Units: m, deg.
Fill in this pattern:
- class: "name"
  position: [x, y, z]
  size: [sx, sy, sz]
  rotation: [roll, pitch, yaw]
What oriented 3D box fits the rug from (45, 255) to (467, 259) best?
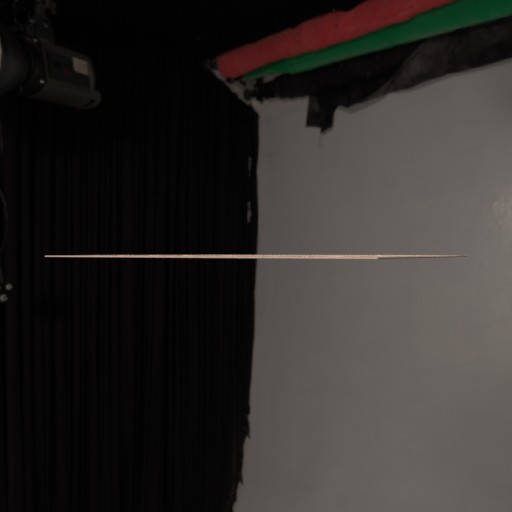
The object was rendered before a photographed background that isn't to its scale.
- class: "rug"
  position: [0.000, 0.000, 4.254]
  size: [3.294, 0.018, 2.382]
  rotation: [0, 0, 36]
